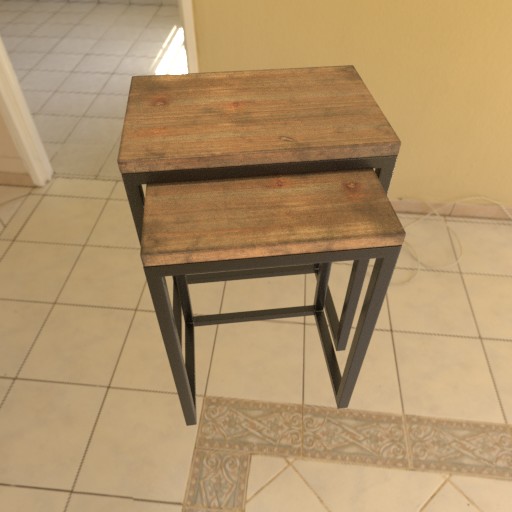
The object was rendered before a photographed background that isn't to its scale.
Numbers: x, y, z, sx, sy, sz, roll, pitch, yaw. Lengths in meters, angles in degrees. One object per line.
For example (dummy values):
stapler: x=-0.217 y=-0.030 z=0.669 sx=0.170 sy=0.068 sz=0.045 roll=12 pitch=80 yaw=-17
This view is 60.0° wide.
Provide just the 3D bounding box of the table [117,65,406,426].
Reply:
table: x=0.000 y=0.000 z=0.956 sx=0.456 sy=0.615 sz=0.460 roll=-3 pitch=46 yaw=-3
